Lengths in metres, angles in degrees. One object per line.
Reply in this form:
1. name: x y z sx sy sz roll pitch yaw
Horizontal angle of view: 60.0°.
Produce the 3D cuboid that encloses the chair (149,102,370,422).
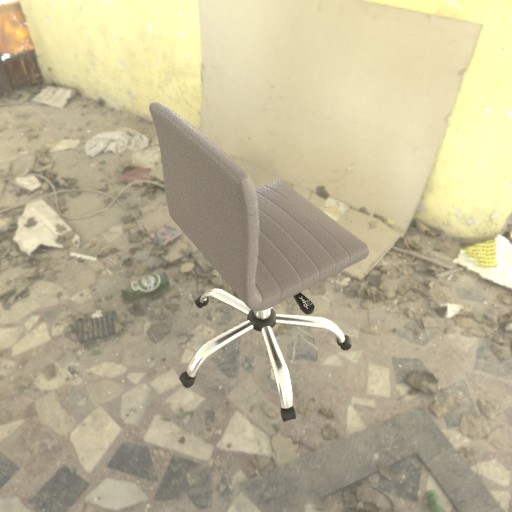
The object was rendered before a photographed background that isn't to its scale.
1. chair: 0.000 0.000 1.179 0.530 0.780 0.556 -23 46 -24
